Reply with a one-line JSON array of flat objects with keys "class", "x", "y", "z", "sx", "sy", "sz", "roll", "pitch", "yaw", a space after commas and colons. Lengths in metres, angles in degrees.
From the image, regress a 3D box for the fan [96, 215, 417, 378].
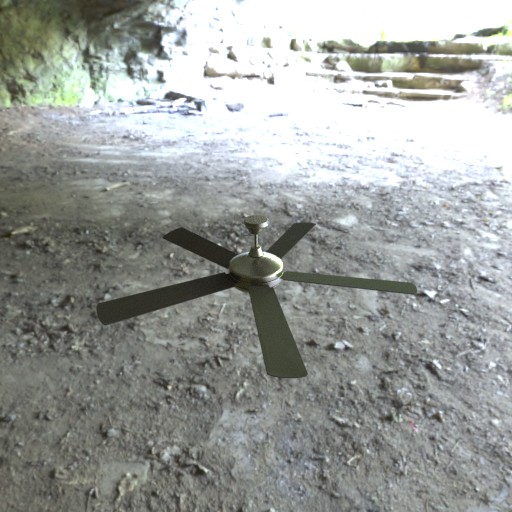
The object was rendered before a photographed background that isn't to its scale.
[{"class": "fan", "x": 0.000, "y": 0.000, "z": 1.998, "sx": 1.321, "sy": 0.356, "sz": 1.321, "roll": 18, "pitch": 32, "yaw": 32}]
